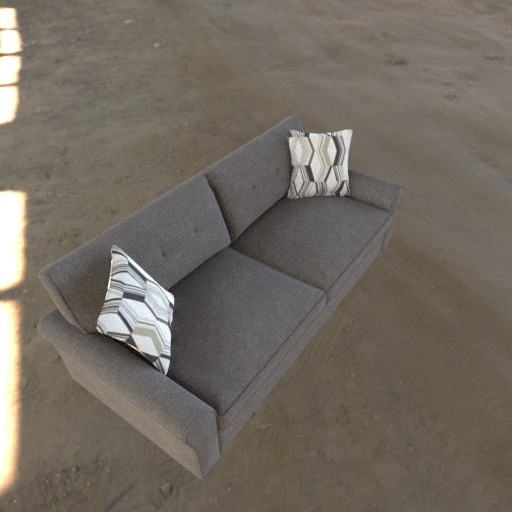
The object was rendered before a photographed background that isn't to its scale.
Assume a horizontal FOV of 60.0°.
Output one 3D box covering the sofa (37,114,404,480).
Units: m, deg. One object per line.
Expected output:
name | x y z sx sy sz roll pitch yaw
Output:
sofa | 0.000 0.000 2.394 0.889 0.813 2.032 25 46 26
